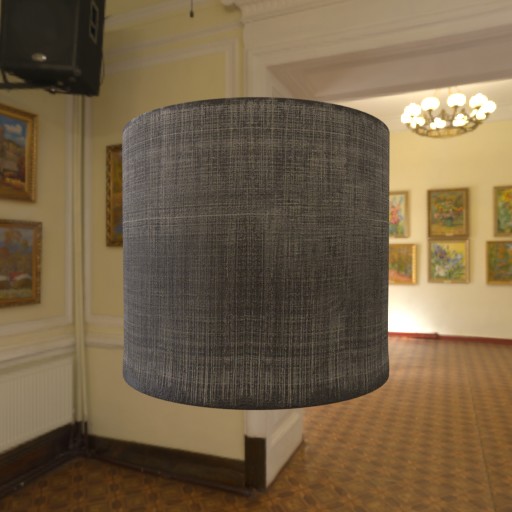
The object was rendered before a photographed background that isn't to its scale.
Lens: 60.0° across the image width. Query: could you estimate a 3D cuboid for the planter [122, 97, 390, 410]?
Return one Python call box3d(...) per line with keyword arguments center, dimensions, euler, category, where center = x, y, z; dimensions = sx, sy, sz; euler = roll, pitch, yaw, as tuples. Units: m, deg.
box3d(center=(0.000, 0.000, 0.308), dimensions=(0.178, 0.157, 0.178), euler=(0, 0, 0), category="planter")
